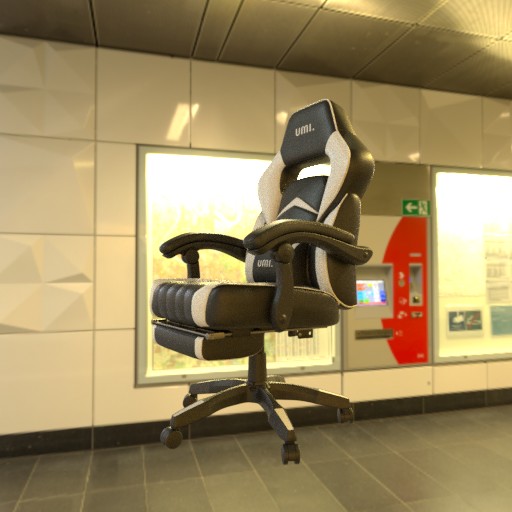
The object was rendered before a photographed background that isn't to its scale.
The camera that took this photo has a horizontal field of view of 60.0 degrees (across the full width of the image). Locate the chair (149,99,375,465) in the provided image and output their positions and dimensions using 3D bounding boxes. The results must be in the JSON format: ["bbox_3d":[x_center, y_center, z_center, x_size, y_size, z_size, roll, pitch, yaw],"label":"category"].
[{"bbox_3d":[0.000,0.000,1.582,0.700,1.200,0.676,1,-2,-36],"label":"chair"}]
